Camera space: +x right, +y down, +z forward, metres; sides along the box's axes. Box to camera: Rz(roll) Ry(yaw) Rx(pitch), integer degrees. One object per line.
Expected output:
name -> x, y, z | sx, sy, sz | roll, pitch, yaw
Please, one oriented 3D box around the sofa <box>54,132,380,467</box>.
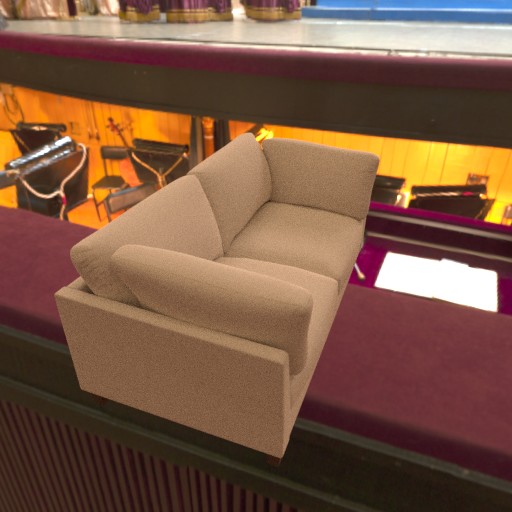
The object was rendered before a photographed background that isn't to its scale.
sofa -> 0.000, 0.000, 2.311 | 0.970, 0.836, 1.776 | 11, 32, 18
